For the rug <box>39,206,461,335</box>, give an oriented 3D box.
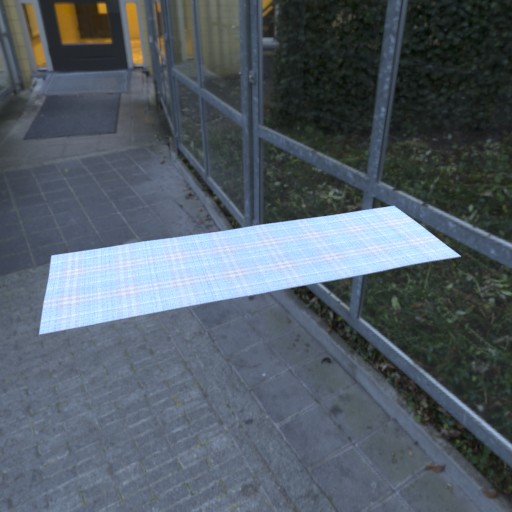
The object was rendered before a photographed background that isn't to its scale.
[{"bbox_3d":[0.000,0.000,2.762,2.439,0.013,0.762,-9,33,-15],"label":"rug"}]
